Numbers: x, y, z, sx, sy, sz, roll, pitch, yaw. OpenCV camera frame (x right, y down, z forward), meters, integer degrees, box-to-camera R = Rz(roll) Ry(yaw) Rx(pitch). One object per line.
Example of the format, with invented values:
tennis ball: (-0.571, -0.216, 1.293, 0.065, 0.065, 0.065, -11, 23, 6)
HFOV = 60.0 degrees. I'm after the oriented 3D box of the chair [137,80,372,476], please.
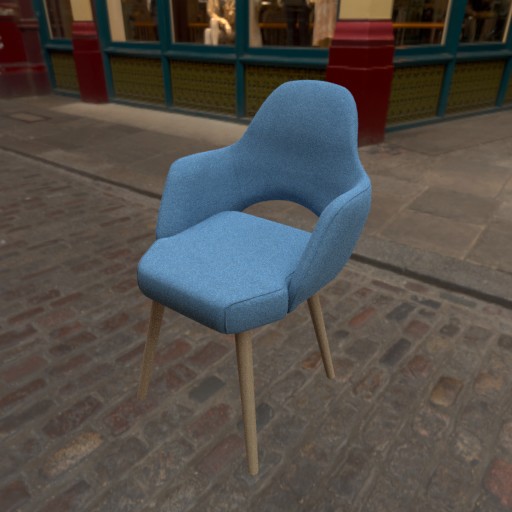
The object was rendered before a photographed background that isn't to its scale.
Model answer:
chair: (0.000, 0.000, 1.327, 0.589, 0.920, 0.666, 20, 34, 31)
